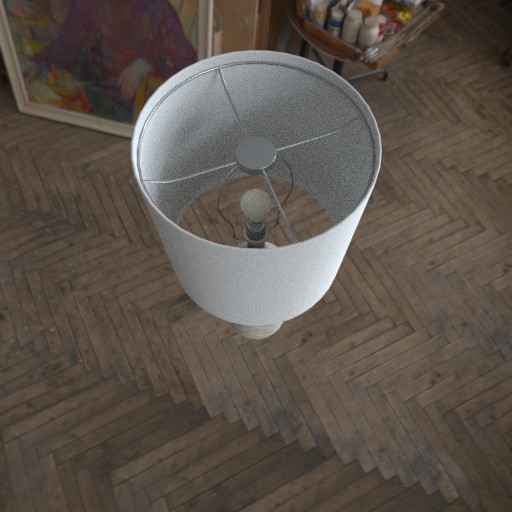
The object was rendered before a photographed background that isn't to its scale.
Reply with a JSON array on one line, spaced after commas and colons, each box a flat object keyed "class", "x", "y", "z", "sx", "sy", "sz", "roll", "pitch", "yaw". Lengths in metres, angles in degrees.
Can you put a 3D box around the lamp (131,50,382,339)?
[{"class": "lamp", "x": 0.000, "y": 0.000, "z": 0.575, "sx": 0.207, "sy": 0.461, "sz": 0.207, "roll": -19, "pitch": 67, "yaw": -8}]
